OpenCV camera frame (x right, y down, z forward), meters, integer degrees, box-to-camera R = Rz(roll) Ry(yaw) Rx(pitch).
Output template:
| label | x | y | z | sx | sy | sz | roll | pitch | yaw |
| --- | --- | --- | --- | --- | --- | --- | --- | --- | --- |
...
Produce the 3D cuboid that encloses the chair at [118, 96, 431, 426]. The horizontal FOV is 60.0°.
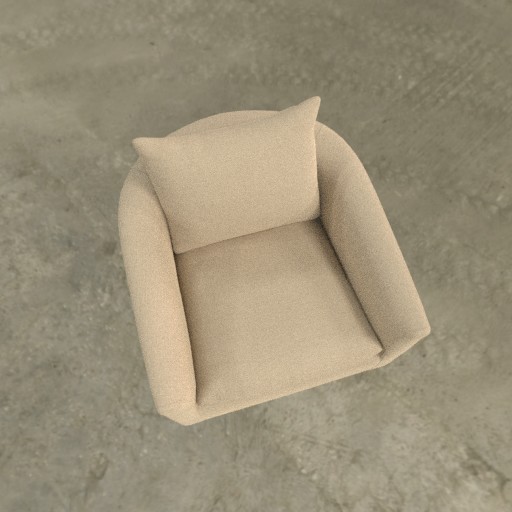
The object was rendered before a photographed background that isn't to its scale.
| label | x | y | z | sx | sy | sz | roll | pitch | yaw |
| --- | --- | --- | --- | --- | --- | --- | --- | --- | --- |
| chair | 0.000 | 0.000 | 1.576 | 0.845 | 0.848 | 0.910 | -15 | 65 | -7 |
